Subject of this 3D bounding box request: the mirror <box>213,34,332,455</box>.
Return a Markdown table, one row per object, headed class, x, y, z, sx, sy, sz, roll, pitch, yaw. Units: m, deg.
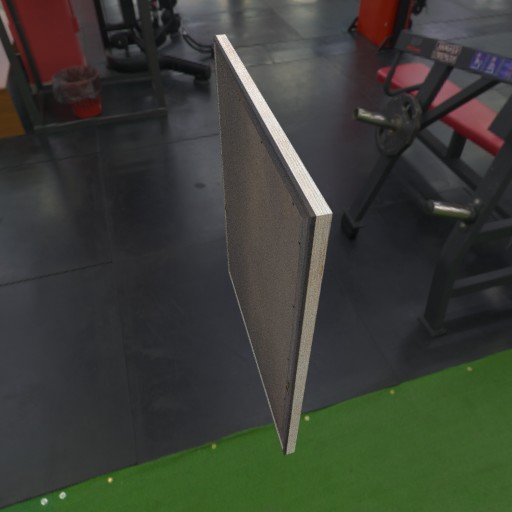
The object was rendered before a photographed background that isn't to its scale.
| class | x | y | z | sx | sy | sz | roll | pitch | yaw |
| --- | --- | --- | --- | --- | --- | --- | --- | --- | --- |
| mirror | 0.000 | 0.000 | 1.191 | 0.032 | 0.882 | 0.730 | -11 | 46 | -10 |
